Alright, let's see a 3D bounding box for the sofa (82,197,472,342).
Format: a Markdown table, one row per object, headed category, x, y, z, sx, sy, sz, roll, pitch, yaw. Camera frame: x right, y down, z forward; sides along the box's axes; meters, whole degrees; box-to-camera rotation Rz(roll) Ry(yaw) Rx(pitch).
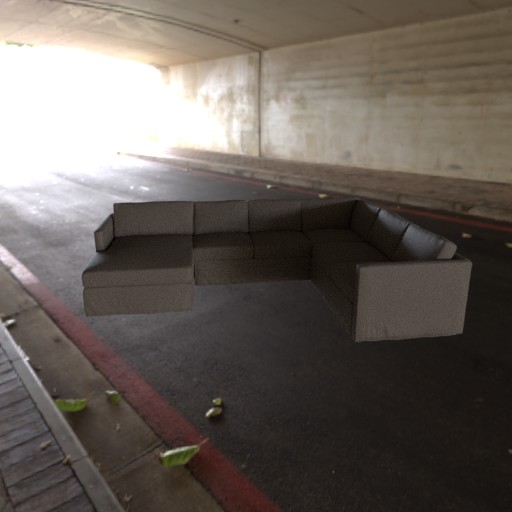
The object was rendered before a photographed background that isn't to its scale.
| category | x | y | z | sx | sy | sz | roll | pitch | yaw |
| --- | --- | --- | --- | --- | --- | --- | --- | --- | --- |
| sofa | 0.000 | 0.000 | 4.820 | 3.528 | 0.878 | 2.476 | -2 | 18 | -7 |
